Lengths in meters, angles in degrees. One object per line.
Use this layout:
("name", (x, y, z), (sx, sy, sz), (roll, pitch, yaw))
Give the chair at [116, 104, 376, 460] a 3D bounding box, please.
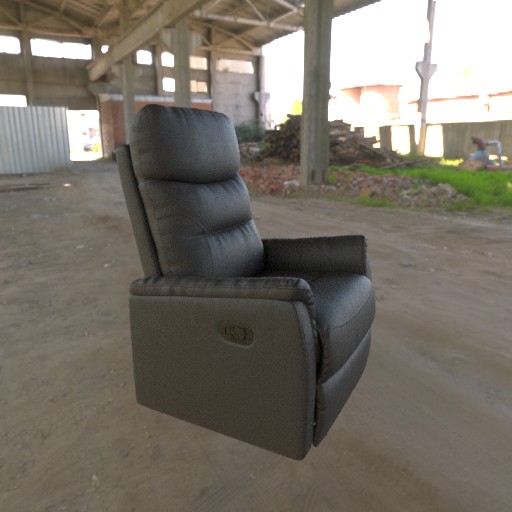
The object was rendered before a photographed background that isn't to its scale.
("chair", (0.000, 0.000, 1.677), (0.831, 1.082, 0.775), (7, 16, 27))
